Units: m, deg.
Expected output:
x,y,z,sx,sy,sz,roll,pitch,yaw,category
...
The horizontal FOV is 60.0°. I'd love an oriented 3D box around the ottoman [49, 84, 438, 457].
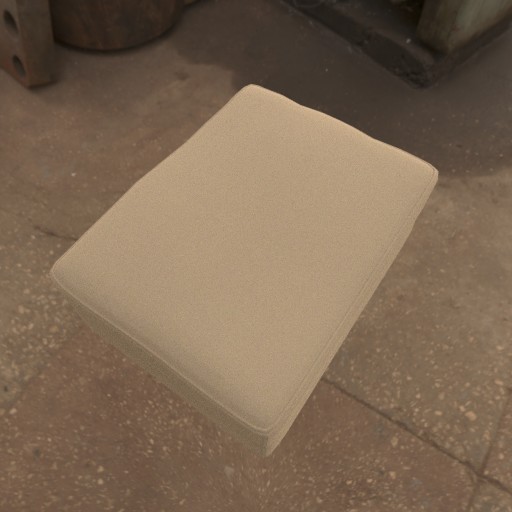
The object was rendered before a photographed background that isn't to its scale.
x,y,z,sx,sy,sz,roll,pitch,yaw,category
0.000,0.000,1.224,0.634,0.485,0.818,31,64,17,ottoman
